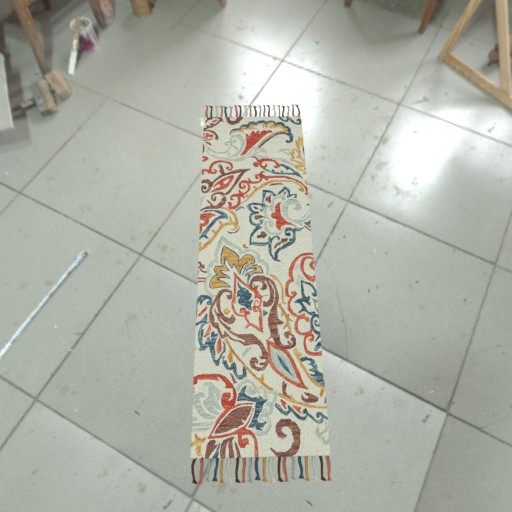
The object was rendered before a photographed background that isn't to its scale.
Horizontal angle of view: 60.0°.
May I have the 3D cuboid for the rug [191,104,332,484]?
[{"bbox_3d":[0.000,0.000,2.946,0.763,0.015,2.682,-1,64,-1],"label":"rug"}]
